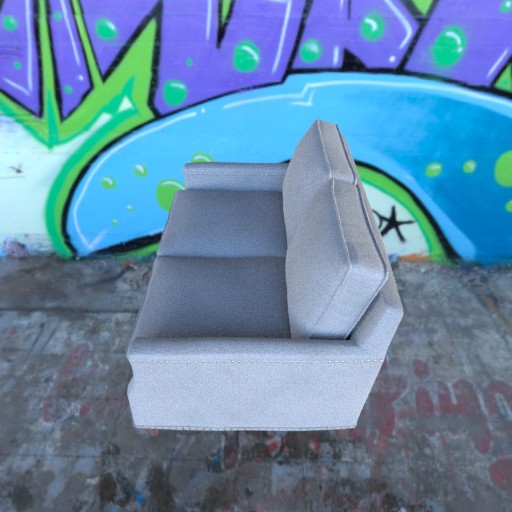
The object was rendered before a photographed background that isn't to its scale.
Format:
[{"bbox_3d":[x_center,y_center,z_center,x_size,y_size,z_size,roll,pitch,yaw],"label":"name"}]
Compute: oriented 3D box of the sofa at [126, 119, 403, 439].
[{"bbox_3d":[0.000,0.000,2.354,1.084,1.003,1.597,1,39,1],"label":"sofa"}]
